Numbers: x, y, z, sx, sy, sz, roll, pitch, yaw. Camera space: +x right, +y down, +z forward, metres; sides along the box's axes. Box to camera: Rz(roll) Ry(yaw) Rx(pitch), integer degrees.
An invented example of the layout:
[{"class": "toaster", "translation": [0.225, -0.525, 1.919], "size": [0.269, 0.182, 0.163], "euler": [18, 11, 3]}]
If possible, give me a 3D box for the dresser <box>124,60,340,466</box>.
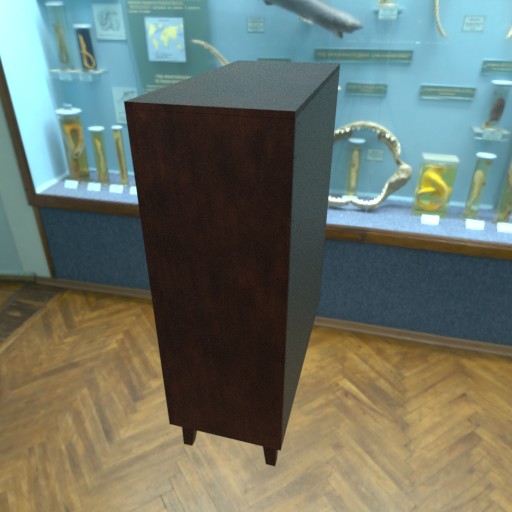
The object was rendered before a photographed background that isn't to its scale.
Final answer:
[{"class": "dresser", "translation": [0.000, 0.000, 2.011], "size": [0.506, 1.514, 1.072], "euler": [8, 31, 13]}]
